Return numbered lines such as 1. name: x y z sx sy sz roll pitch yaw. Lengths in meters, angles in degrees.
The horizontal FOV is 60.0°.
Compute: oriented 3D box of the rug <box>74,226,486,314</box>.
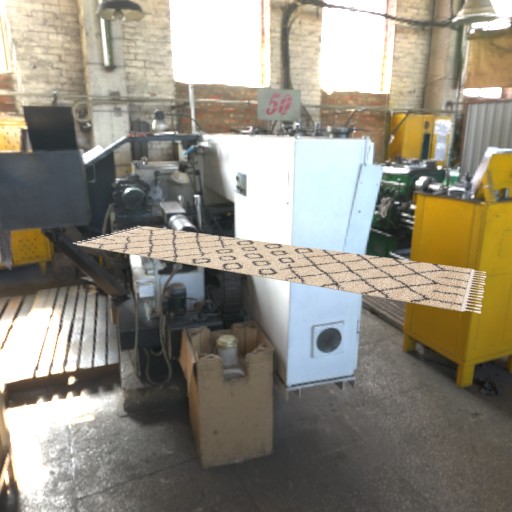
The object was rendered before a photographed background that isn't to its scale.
1. rug: 0.000 0.000 2.663 2.464 0.005 0.660 8 18 27
